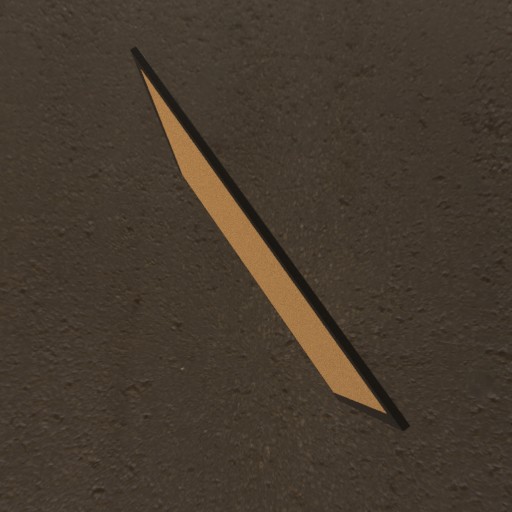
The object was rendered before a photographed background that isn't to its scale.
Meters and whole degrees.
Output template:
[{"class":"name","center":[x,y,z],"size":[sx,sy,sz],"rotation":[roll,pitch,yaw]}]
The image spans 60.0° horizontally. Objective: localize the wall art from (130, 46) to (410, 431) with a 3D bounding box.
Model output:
[{"class":"wall art","center":[0.000,0.000,1.025],"size":[0.015,0.552,0.819],"rotation":[-34,79,-7]}]
